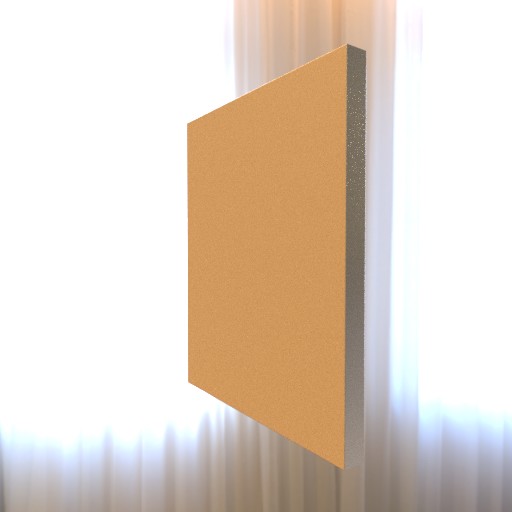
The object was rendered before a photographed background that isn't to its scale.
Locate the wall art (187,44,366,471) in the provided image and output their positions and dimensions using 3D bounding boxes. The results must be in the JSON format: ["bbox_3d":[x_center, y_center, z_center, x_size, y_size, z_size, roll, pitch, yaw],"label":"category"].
[{"bbox_3d":[0.000,0.000,0.765,0.038,0.549,0.452,-1,2,-35],"label":"wall art"}]
